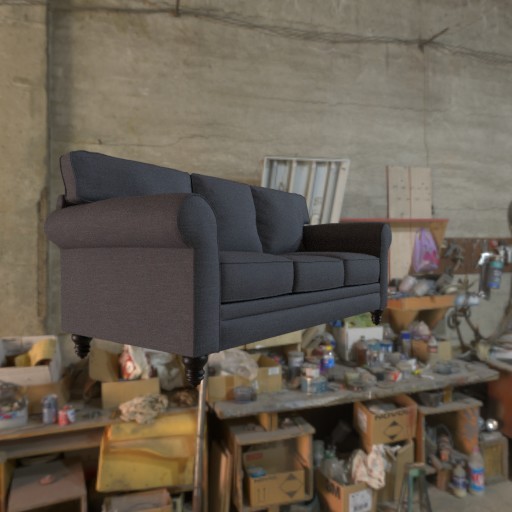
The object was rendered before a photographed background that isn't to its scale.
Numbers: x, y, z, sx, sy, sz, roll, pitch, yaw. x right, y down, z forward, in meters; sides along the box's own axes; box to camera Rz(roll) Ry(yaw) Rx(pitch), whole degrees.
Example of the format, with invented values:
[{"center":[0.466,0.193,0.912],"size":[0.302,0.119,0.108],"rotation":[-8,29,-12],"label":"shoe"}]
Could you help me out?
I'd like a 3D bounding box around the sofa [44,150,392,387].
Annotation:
[{"center":[0.000,0.000,2.589],"size":[0.909,0.966,2.084],"rotation":[0,0,37],"label":"sofa"}]
